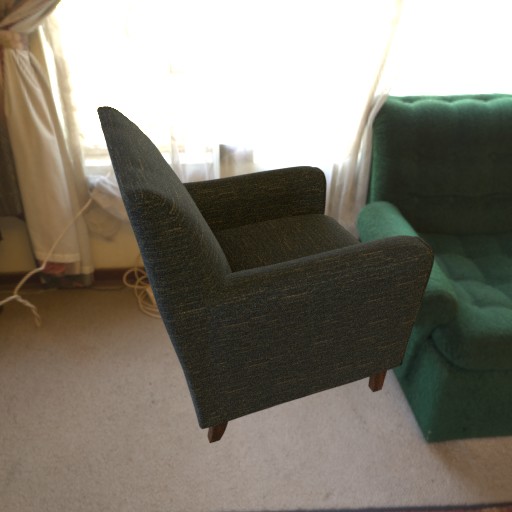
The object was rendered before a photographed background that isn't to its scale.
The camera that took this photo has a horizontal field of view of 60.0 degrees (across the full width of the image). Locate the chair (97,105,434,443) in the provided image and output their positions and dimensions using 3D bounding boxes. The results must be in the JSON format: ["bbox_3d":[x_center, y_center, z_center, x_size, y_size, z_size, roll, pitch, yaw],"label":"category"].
[{"bbox_3d":[0.000,0.000,1.567,0.873,0.928,0.864,-11,32,-18],"label":"chair"}]
